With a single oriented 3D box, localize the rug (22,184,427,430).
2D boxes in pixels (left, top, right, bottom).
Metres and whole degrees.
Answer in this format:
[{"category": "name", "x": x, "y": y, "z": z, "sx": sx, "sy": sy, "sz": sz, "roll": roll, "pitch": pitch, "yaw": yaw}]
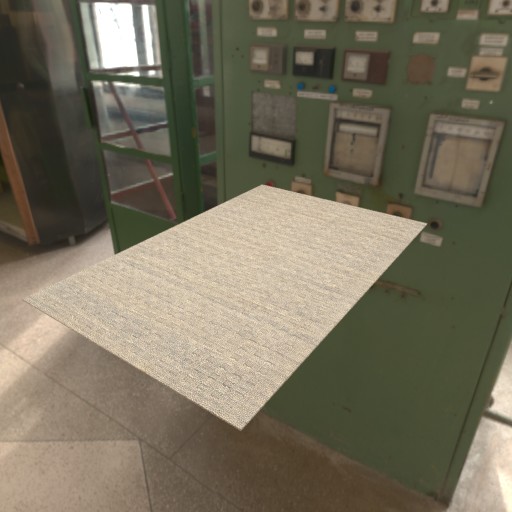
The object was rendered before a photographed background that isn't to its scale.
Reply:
[{"category": "rug", "x": 0.000, "y": 0.000, "z": 2.183, "sx": 1.142, "sy": 0.006, "sz": 1.752, "roll": 19, "pitch": 34, "yaw": 31}]
